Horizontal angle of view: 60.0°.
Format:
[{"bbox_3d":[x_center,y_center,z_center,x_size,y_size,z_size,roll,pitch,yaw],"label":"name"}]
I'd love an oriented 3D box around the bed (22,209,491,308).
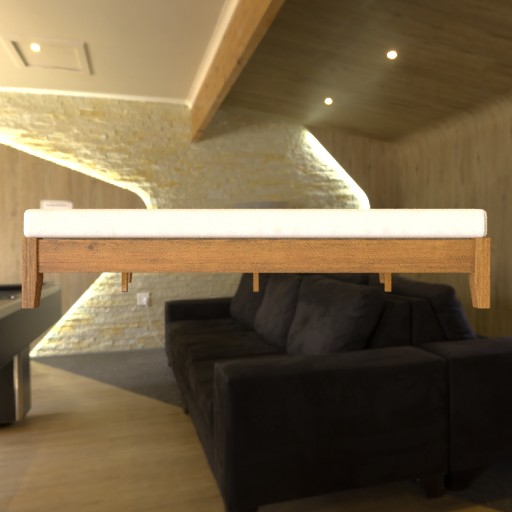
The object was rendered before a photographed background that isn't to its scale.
[{"bbox_3d":[0.000,0.000,2.656,2.016,0.431,1.536,0,1,0],"label":"bed"}]
